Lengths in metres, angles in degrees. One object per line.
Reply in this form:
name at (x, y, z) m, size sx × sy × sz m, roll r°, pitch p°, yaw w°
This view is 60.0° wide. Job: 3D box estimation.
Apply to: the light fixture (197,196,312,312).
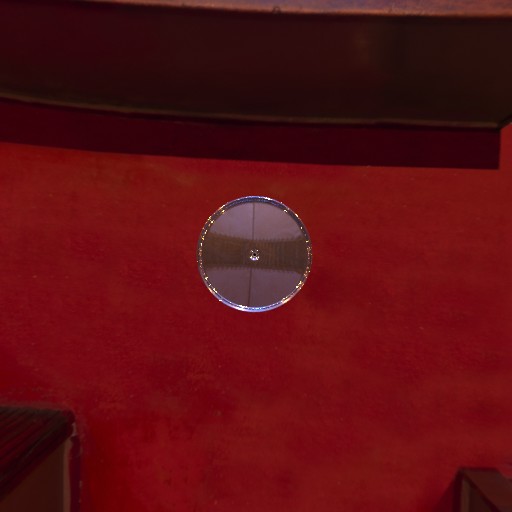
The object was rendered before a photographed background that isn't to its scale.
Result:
light fixture at (0.000, 0.000, 1.718) m, size 0.336 × 1.538 × 0.336 m, roll 0°, pitch 90°, yaw 0°
